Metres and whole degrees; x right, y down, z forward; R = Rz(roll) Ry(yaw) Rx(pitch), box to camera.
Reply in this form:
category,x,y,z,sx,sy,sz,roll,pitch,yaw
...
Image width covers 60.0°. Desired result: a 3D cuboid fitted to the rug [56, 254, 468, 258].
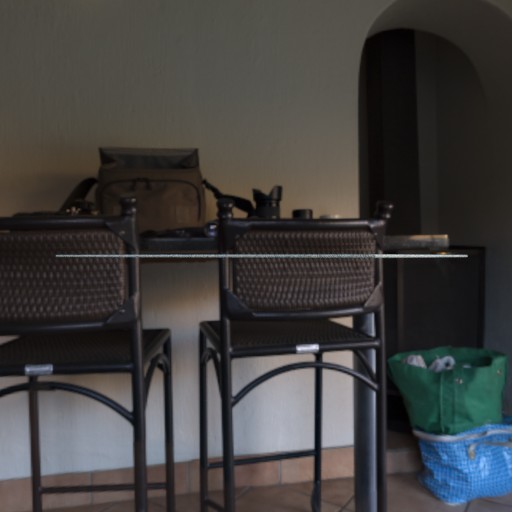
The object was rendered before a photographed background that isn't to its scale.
category,x,y,z,sx,sy,sz,roll,pitch,yaw
rug,0.000,0.000,2.955,2.283,0.013,1.547,0,0,37
